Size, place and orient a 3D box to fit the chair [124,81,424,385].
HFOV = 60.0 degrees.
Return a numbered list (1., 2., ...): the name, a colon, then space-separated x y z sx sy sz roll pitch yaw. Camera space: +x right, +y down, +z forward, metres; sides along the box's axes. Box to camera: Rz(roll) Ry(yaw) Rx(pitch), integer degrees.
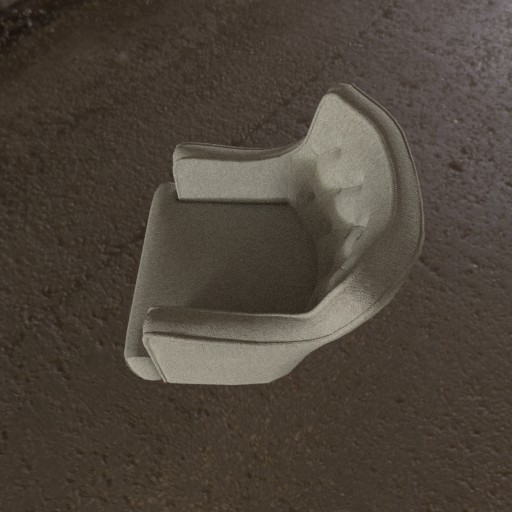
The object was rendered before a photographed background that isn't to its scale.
1. chair: 0.000 0.000 1.583 0.910 0.920 0.820 1 59 1
